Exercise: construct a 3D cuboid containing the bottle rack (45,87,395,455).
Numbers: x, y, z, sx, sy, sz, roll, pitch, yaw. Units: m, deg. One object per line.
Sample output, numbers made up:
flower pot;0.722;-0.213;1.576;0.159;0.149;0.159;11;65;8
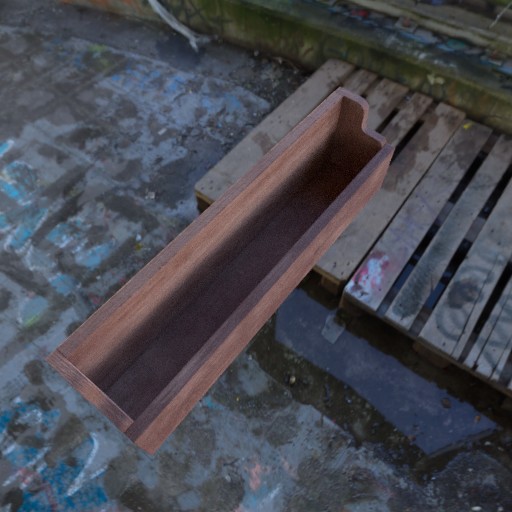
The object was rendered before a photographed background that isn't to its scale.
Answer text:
bottle rack;0.000;0.000;0.688;0.126;0.196;0.608;34;64;19
